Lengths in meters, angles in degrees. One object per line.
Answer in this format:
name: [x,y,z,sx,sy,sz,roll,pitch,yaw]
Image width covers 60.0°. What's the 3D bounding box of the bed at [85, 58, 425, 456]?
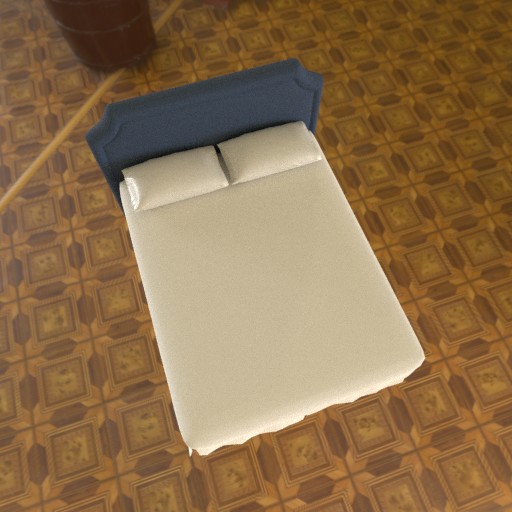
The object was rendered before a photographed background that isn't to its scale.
bed: [0.000,0.000,3.209,1.831,1.297,2.260,-17,66,-8]
